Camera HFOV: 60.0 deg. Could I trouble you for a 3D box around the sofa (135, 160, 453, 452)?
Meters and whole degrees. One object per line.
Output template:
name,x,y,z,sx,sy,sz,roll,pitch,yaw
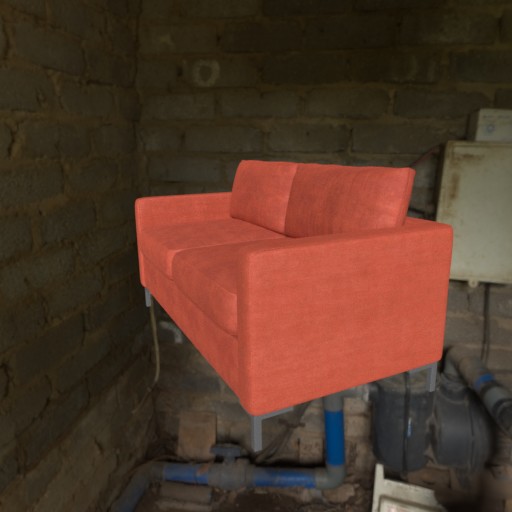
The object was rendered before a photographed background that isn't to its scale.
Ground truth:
sofa,0.000,0.000,2.148,0.864,0.896,1.574,-7,16,-26
